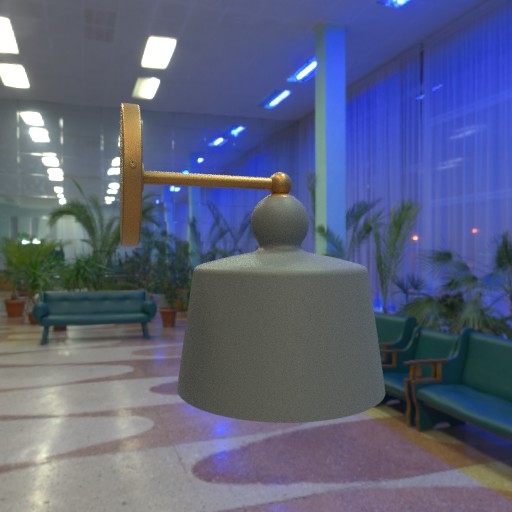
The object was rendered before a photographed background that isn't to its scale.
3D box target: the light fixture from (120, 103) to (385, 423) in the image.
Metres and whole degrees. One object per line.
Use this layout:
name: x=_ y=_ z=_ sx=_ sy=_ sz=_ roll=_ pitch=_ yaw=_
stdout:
light fixture: x=0.000 y=0.000 z=0.437 sx=0.254 sy=0.268 sz=0.204 roll=0 pitch=1 yaw=-18
